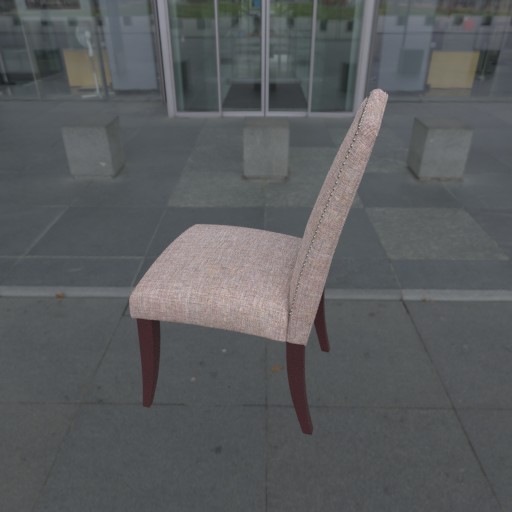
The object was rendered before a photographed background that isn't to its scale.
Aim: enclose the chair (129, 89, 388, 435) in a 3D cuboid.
[{"bbox_3d":[0.000,0.000,1.396,0.660,1.016,0.513,8,31,14],"label":"chair"}]
